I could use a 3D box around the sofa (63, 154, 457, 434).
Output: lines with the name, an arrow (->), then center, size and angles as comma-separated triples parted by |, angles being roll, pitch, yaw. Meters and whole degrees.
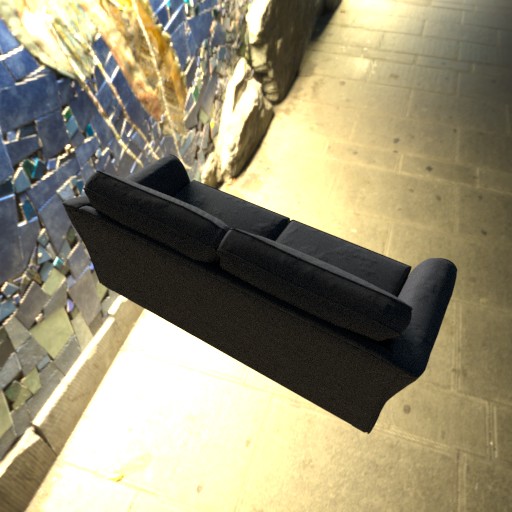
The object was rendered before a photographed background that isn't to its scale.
sofa -> 0.000, 0.000, 2.789 | 2.270, 0.950, 0.971 | 24, 51, 22
